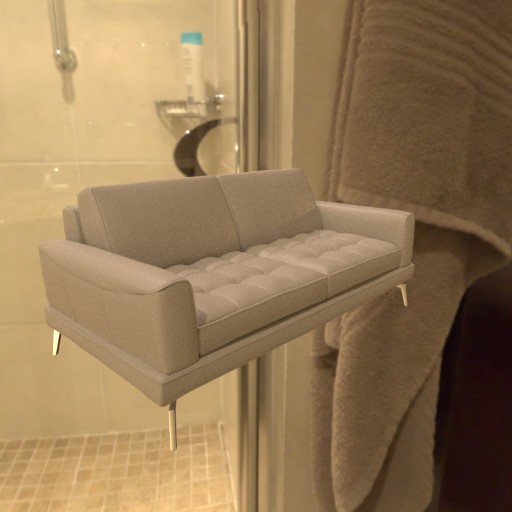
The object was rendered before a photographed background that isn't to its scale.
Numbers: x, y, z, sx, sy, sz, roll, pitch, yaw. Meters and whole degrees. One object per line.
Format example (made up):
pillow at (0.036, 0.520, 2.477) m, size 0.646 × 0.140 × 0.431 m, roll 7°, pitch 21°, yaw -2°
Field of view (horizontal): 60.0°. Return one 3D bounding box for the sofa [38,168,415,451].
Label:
sofa at (0.000, 0.000, 2.682) m, size 1.121 × 0.930 × 2.177 m, roll 14°, pitch 21°, yaw 42°
